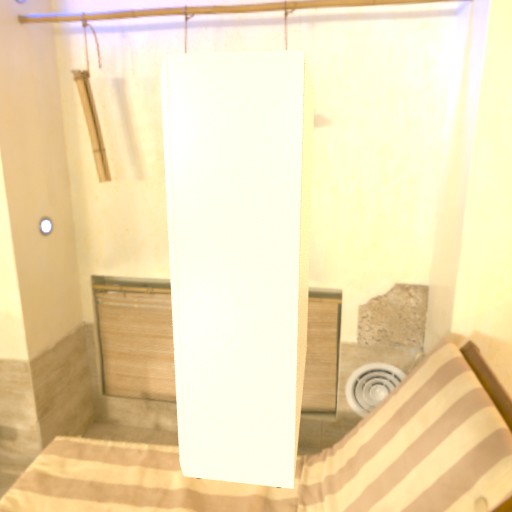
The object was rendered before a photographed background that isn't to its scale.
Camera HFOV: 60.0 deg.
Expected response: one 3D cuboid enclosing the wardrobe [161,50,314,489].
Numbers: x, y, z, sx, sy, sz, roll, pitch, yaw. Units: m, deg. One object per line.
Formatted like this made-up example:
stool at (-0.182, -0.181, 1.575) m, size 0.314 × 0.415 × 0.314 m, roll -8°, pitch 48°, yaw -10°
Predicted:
wardrobe at (0.000, 0.000, 1.604) m, size 0.360 × 1.200 × 0.900 m, roll 2°, pitch 14°, yaw 8°
